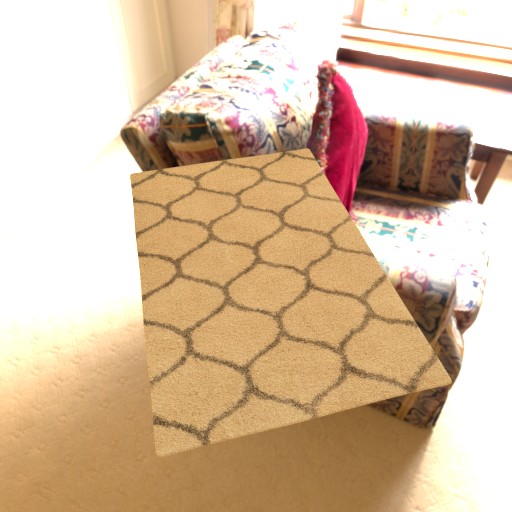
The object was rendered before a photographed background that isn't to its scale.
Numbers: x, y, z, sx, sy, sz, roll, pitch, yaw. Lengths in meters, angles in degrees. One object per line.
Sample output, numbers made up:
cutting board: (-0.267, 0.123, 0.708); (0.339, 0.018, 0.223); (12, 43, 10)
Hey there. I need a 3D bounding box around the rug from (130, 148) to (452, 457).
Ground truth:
rug: (0.000, 0.000, 3.467); (1.801, 0.026, 2.701); (-10, 47, -10)
